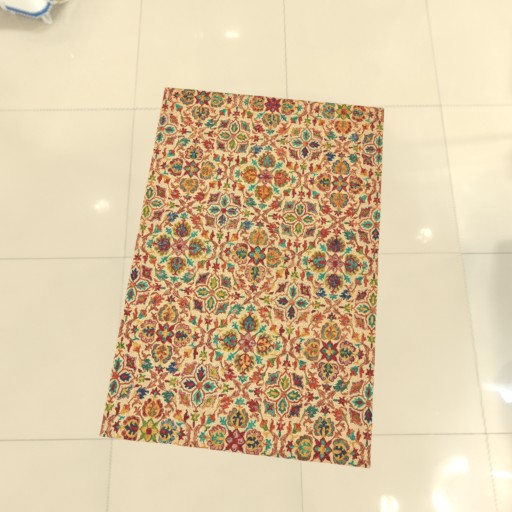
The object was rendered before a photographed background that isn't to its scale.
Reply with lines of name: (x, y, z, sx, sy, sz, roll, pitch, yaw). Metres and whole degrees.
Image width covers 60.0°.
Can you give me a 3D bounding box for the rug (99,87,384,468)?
rug: (0.000, 0.000, 2.226, 1.226, 0.013, 1.838, 6, 75, 2)
